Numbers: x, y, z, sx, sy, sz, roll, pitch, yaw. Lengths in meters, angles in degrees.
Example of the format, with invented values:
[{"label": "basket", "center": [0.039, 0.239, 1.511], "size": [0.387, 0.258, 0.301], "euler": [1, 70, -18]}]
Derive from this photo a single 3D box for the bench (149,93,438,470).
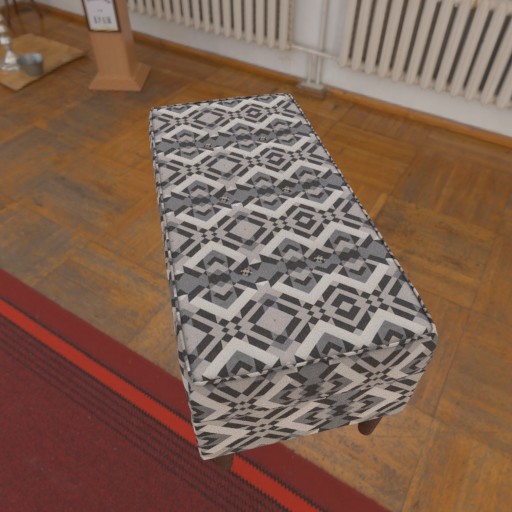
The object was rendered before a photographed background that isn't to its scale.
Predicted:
[{"label": "bench", "center": [0.000, 0.000, 1.276], "size": [0.492, 0.477, 1.016], "euler": [-10, 47, -9]}]
